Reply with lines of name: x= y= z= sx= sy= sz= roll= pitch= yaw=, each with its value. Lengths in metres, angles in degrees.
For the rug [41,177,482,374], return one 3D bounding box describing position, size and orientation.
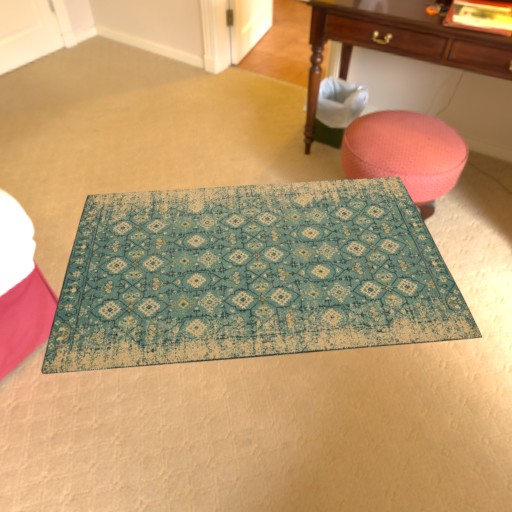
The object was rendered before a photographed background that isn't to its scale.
rug: x=0.000 y=0.000 z=2.149 sx=1.795 sy=0.008 sz=1.102 roll=-4 pitch=47 yaw=-4
